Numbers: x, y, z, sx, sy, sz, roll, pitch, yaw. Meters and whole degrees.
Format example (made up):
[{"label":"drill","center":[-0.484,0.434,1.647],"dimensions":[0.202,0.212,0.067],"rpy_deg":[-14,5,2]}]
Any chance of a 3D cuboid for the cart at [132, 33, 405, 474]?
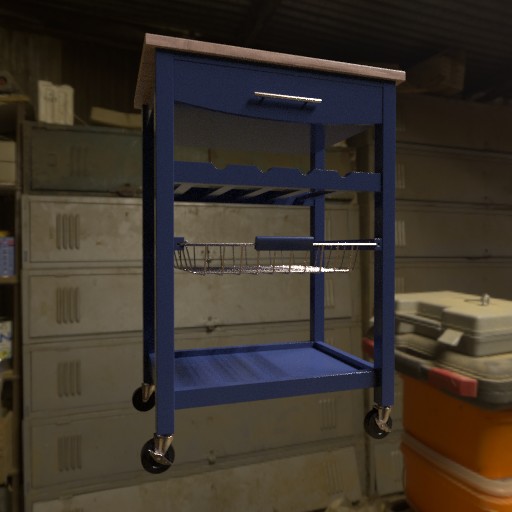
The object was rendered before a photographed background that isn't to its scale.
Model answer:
[{"label":"cart","center":[0.000,0.000,1.107],"dimensions":[0.584,0.839,0.403],"rpy_deg":[0,1,-18]}]
